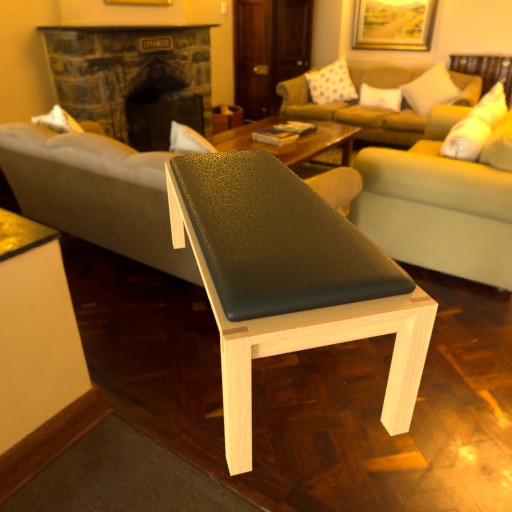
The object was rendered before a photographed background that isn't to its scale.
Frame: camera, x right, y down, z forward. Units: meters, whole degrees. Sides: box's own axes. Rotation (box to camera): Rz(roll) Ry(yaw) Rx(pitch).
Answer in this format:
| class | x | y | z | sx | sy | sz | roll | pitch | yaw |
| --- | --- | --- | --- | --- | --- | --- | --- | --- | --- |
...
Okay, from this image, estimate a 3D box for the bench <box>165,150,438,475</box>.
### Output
| class | x | y | z | sx | sy | sz | roll | pitch | yaw |
| --- | --- | --- | --- | --- | --- | --- | --- | --- | --- |
| bench | 0.000 | 0.000 | 1.452 | 0.450 | 0.430 | 1.202 | -7 | 29 | -14 |
